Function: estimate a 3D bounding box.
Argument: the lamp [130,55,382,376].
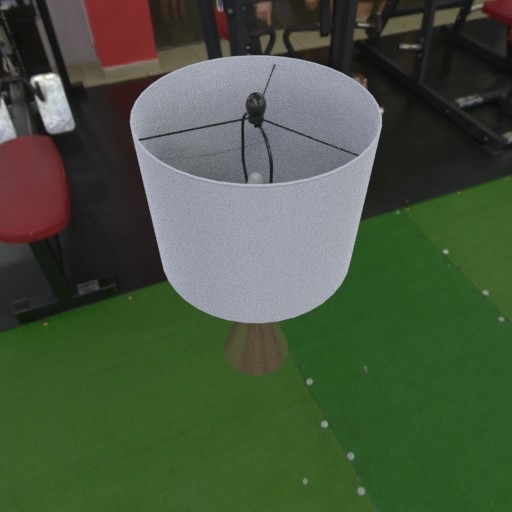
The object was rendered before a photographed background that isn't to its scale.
[{"bbox_3d":[0.000,0.000,0.740,0.304,0.573,0.304,-16,49,-14],"label":"lamp"}]
